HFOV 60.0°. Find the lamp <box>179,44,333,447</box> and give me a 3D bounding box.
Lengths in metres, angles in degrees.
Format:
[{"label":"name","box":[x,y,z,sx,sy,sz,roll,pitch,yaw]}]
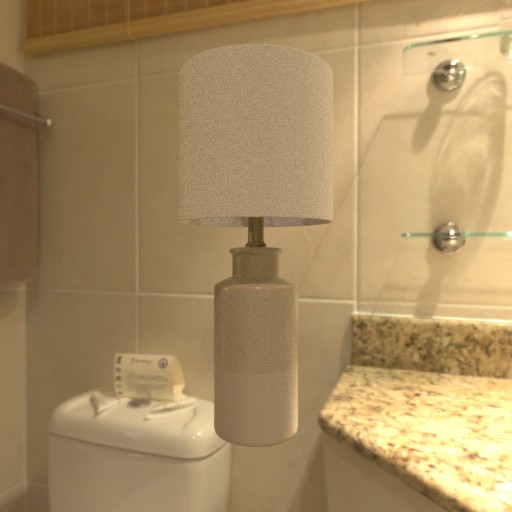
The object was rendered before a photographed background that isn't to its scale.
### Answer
[{"label":"lamp","box":[0.000,0.000,0.621,0.212,0.493,0.212,0,1,-18]}]
